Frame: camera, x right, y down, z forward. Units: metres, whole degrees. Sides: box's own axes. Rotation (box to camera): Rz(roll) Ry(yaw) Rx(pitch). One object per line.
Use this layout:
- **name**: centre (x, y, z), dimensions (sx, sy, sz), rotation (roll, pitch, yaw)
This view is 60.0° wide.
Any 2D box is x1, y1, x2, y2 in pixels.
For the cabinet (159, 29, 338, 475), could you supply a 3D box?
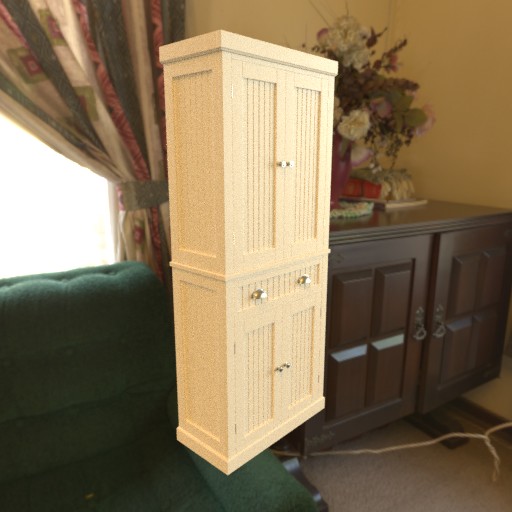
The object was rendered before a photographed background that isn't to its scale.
- **cabinet**: centre (0.000, 0.000, 2.165), dimensions (0.390, 1.829, 0.754), rotation (12, 17, 42)
